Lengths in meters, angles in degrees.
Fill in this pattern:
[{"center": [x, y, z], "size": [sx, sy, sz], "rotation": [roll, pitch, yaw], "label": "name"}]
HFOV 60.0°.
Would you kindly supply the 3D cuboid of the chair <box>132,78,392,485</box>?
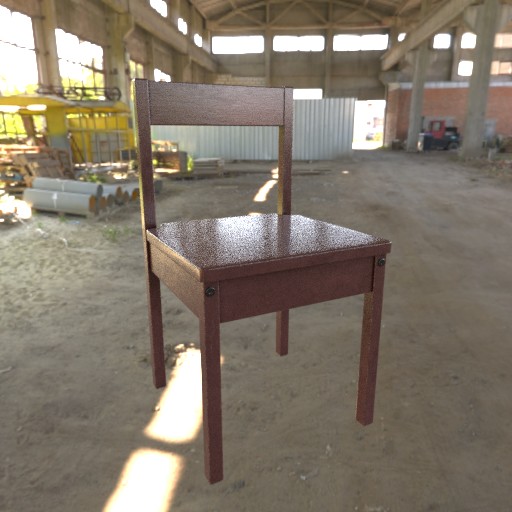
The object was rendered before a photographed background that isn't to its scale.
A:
[{"center": [0.000, 0.000, 0.874], "size": [0.367, 0.668, 0.361], "rotation": [-8, 17, -27], "label": "chair"}]
